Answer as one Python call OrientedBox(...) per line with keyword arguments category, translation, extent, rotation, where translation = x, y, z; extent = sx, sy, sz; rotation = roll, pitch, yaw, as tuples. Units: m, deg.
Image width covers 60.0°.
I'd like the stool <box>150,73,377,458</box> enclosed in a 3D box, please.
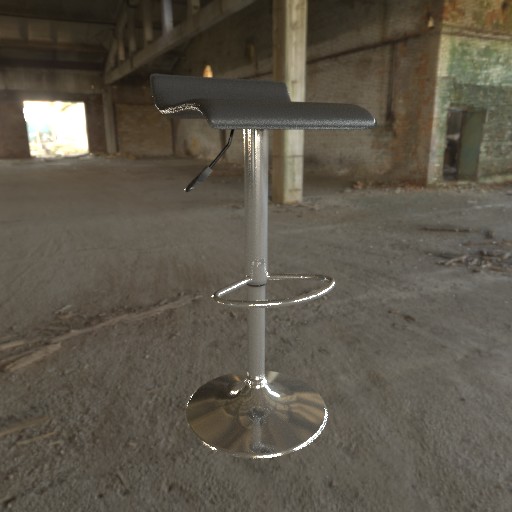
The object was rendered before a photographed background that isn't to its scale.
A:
OrientedBox(category="stool", translation=(0.000, 0.000, 1.081), extent=(0.381, 0.851, 0.381), rotation=(-8, 17, -26))
